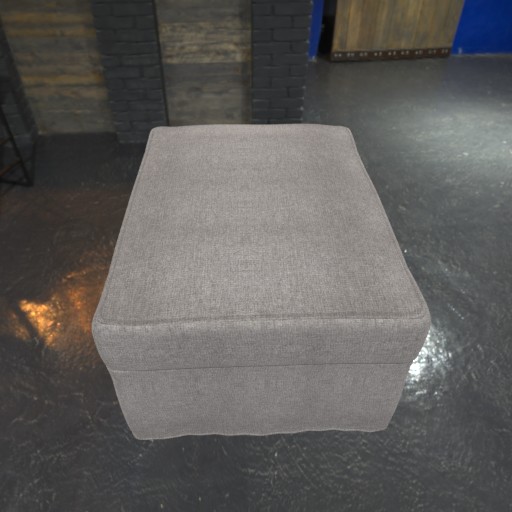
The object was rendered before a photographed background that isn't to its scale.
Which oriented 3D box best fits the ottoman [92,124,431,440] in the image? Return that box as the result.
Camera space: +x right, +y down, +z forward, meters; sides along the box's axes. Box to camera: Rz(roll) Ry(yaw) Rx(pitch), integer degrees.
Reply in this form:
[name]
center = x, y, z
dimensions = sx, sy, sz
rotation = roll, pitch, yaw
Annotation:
[ottoman]
center = 0.000, 0.000, 1.243
dimensions = 0.652, 0.492, 0.833
rotation = -1, 42, -2
